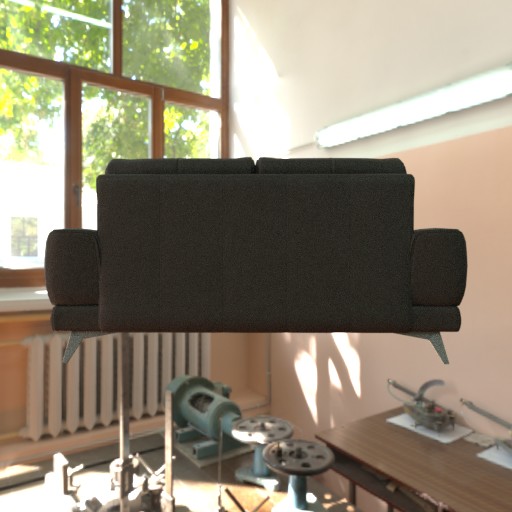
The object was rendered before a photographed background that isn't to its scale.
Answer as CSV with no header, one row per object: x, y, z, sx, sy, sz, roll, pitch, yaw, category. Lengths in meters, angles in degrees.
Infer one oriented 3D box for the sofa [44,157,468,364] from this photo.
0.000,0.000,2.337,1.806,0.907,1.018,0,0,1,sofa
